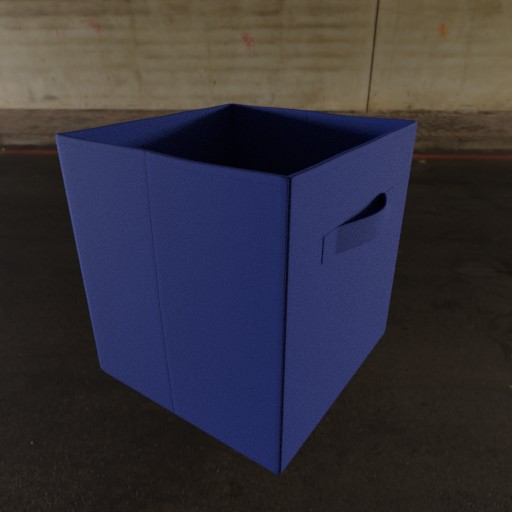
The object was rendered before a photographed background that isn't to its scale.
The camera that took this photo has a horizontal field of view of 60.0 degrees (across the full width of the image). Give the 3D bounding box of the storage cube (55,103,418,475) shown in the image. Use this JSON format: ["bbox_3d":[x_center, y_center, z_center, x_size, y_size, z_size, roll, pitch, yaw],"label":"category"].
[{"bbox_3d":[0.000,0.000,0.495,0.270,0.280,0.270,17,31,31],"label":"storage cube"}]
